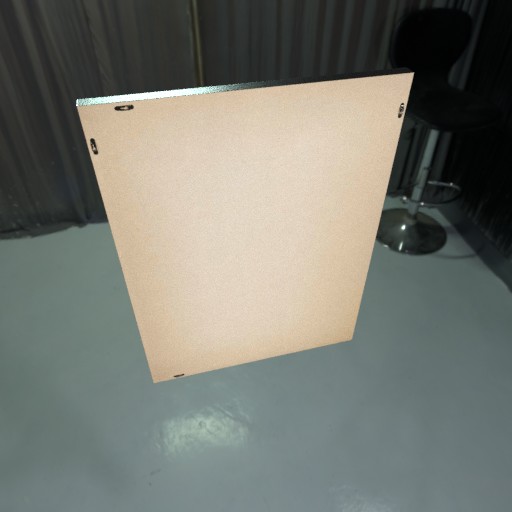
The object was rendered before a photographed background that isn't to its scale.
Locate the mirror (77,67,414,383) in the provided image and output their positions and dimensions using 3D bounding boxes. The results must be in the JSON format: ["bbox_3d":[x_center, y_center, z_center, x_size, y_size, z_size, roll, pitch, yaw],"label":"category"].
[{"bbox_3d":[0.000,0.000,1.322,0.762,1.016,0.041,-10,43,-11],"label":"mirror"}]
